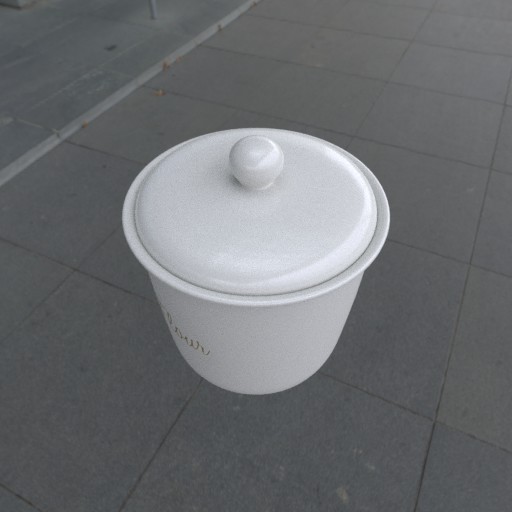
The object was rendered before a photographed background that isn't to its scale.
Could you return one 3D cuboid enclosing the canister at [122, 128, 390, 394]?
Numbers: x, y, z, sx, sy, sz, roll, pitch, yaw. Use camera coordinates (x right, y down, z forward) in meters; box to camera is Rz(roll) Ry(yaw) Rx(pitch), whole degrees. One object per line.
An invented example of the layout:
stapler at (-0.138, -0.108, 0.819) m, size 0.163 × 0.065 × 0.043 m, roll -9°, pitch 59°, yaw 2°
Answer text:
canister at (0.000, 0.000, 0.349) m, size 0.182 × 0.208 × 0.182 m, roll 0°, pitch 47°, yaw 0°
